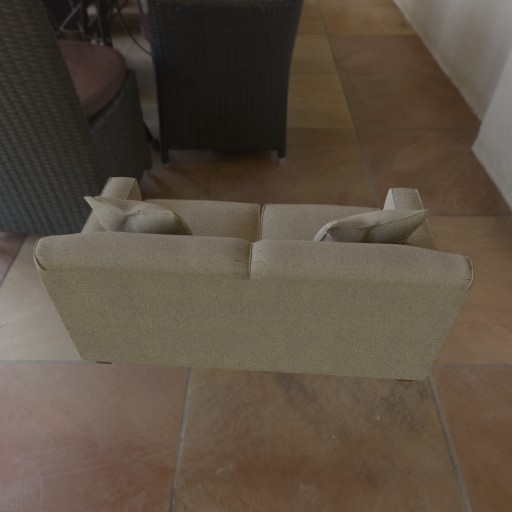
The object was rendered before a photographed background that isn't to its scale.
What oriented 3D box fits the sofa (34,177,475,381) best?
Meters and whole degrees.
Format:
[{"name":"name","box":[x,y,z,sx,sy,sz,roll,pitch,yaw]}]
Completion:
[{"name":"sofa","box":[0.000,0.000,2.428,1.846,0.958,0.998,3,45,3]}]
